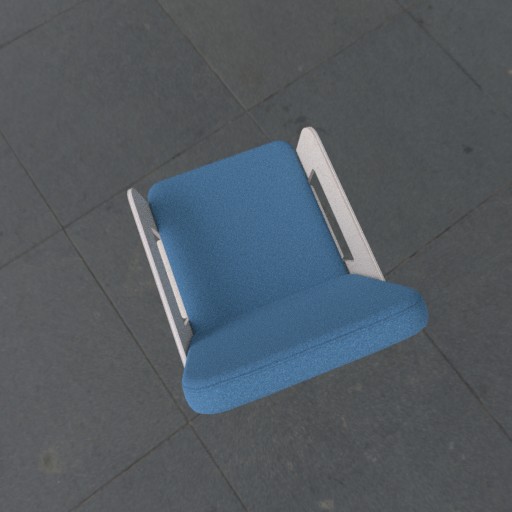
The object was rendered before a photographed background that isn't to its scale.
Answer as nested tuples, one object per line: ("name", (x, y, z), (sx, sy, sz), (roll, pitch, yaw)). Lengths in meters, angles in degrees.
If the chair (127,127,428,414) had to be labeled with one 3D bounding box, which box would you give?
("chair", (0.000, 0.000, 1.217), (0.547, 0.747, 0.657), (-20, 77, -5))
